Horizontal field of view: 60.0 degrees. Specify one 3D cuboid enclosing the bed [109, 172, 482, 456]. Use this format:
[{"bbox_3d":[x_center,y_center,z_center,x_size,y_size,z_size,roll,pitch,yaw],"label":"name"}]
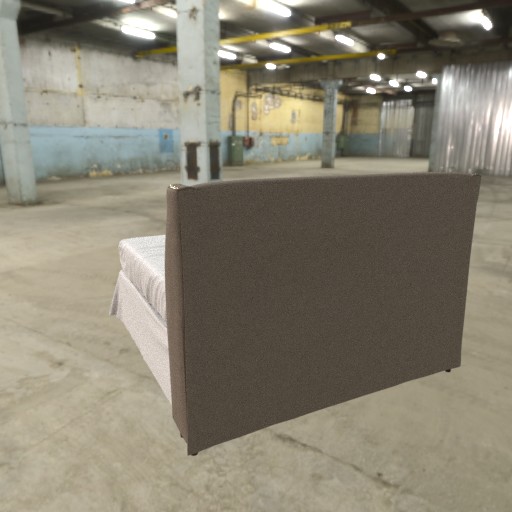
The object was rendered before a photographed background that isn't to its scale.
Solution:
[{"bbox_3d":[0.000,0.000,3.356,1.925,1.332,2.276,-7,16,-26],"label":"bed"}]
